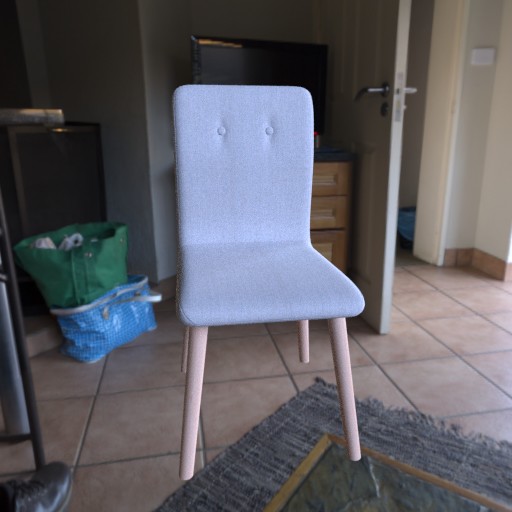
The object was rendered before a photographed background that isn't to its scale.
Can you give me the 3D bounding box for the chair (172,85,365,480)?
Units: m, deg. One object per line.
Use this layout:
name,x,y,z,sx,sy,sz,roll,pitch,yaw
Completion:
chair,0.000,0.000,1.165,0.435,0.885,0.550,-2,16,-8
